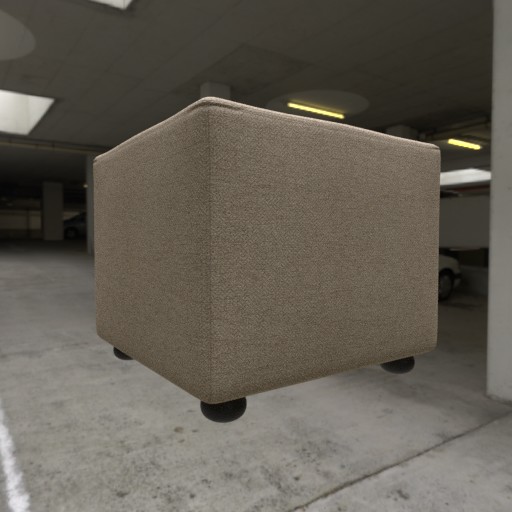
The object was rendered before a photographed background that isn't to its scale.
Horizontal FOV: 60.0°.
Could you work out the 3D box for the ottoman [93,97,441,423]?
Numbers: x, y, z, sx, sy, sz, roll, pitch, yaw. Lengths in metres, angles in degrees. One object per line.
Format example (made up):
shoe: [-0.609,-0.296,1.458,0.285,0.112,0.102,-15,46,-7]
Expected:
ottoman: [0.000,0.000,0.876,0.508,0.432,0.508,-1,3,-35]
